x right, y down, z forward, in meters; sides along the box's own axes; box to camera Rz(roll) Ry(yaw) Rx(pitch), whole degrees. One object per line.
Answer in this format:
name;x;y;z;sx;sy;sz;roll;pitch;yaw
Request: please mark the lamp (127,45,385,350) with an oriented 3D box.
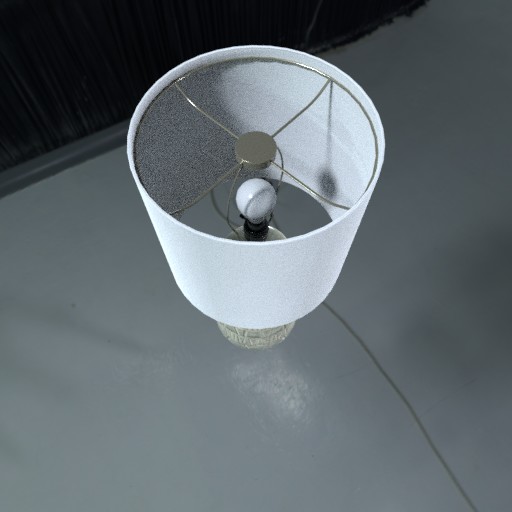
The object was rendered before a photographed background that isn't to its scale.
lamp;0.000;0.000;0.568;0.211;0.455;0.211;-30;67;-14
